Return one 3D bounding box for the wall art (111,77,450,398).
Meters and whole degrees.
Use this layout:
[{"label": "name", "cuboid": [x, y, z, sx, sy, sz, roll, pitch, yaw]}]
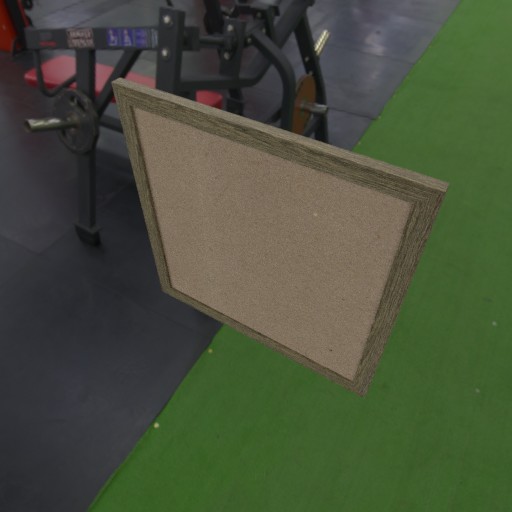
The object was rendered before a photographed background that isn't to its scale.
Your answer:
[{"label": "wall art", "cuboid": [0.000, 0.000, 0.775, 0.508, 0.508, 0.019, 24, 51, 21]}]
